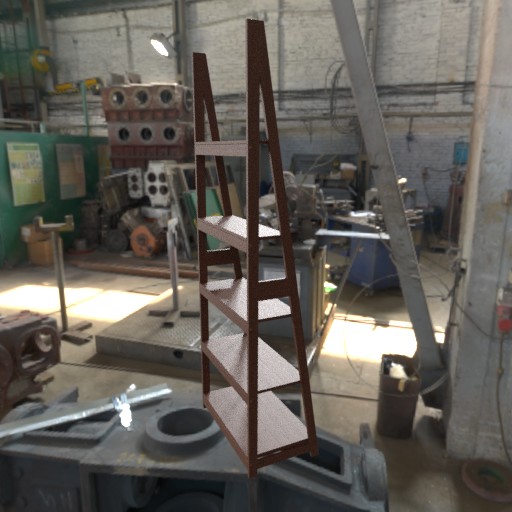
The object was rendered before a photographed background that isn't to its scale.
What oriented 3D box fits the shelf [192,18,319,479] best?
[{"bbox_3d":[0.000,0.000,1.996,0.350,1.770,0.600,-6,15,-25],"label":"shelf"}]
